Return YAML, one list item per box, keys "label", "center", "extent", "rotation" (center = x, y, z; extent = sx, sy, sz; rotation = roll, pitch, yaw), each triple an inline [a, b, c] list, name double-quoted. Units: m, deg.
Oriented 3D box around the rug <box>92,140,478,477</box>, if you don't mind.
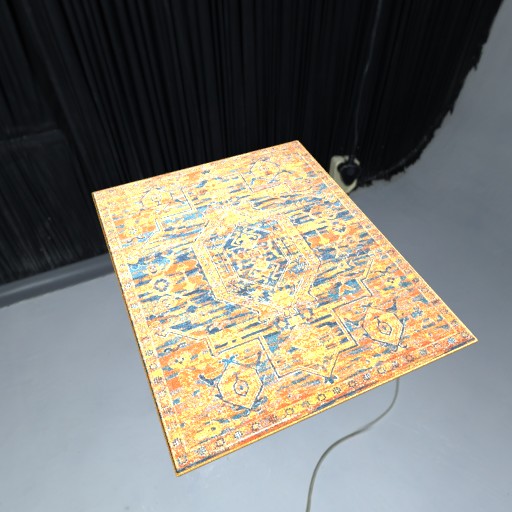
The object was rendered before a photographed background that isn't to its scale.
- label: "rug"
  center: [0.000, 0.000, 4.049]
  extent: [2.435, 0.031, 3.040]
  rotation: [-18, 50, -16]
